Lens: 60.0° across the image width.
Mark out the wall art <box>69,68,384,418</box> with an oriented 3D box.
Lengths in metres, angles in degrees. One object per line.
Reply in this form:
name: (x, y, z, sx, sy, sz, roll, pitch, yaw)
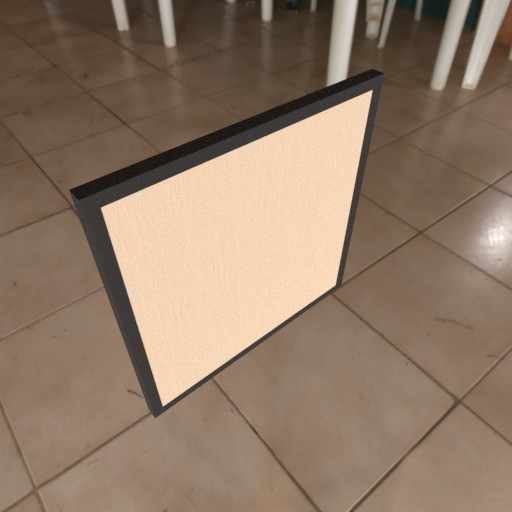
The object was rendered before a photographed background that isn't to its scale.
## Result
wall art: (0.000, 0.000, 0.462, 0.306, 0.304, 0.015, -31, 52, -27)
